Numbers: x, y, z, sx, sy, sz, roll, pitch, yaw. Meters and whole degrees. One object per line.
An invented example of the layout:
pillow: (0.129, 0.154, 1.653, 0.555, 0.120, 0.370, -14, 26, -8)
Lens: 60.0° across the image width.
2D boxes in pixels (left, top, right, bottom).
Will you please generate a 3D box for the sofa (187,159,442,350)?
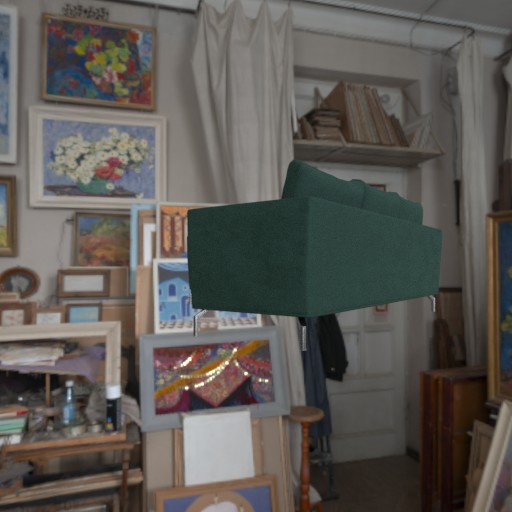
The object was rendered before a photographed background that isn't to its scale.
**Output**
sofa: (0.000, 0.000, 3.818, 2.468, 1.004, 2.452, -1, -2, 37)
